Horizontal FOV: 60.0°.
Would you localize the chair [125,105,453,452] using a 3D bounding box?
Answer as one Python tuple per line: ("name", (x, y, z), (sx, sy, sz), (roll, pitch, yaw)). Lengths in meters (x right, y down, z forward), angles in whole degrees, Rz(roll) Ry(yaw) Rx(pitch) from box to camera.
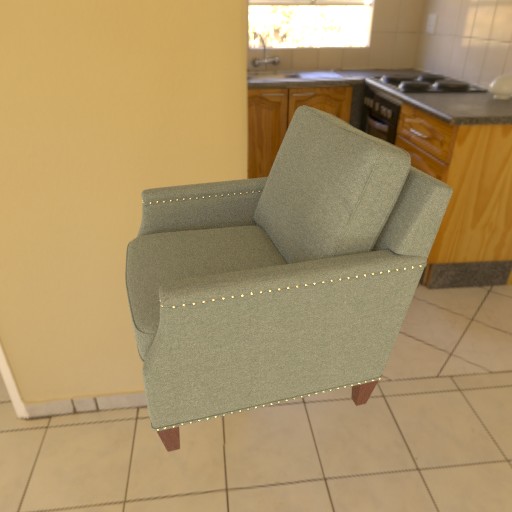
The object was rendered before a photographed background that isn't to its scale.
("chair", (0.000, 0.000, 1.788), (1.031, 1.031, 0.885), (-8, 31, -14))
